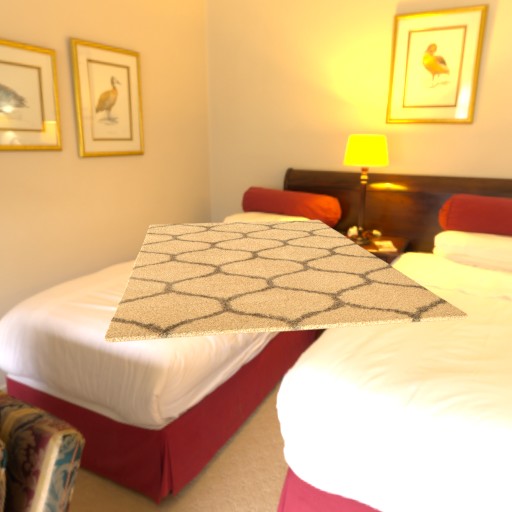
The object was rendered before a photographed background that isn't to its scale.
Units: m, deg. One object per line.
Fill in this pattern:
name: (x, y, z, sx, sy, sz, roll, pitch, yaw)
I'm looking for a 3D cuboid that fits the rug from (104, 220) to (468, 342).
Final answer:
rug: (0.000, 0.000, 3.414, 1.801, 0.026, 2.701, -2, 15, -8)
